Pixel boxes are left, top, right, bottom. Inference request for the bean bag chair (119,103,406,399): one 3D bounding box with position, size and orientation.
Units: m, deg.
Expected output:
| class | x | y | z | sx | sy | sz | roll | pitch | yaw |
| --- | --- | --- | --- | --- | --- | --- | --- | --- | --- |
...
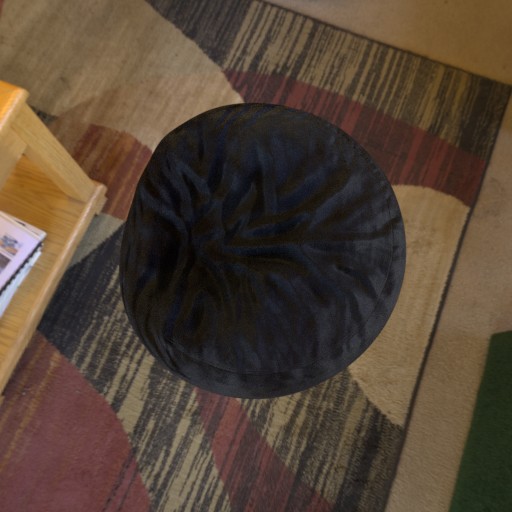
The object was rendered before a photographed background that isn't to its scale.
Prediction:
| class | x | y | z | sx | sy | sz | roll | pitch | yaw |
| --- | --- | --- | --- | --- | --- | --- | --- | --- | --- |
| bean bag chair | 0.000 | 0.000 | 1.497 | 0.918 | 0.616 | 0.918 | 0 | 75 | 0 |
